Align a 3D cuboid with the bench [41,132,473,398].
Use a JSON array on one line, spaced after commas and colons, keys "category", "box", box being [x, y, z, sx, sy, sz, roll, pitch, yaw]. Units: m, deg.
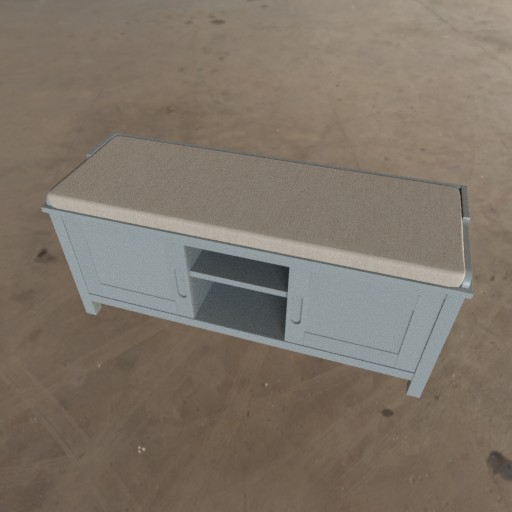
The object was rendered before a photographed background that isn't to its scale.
[{"category": "bench", "box": [0.000, 0.000, 1.393, 1.140, 0.501, 0.398, 12, 43, 13]}]
